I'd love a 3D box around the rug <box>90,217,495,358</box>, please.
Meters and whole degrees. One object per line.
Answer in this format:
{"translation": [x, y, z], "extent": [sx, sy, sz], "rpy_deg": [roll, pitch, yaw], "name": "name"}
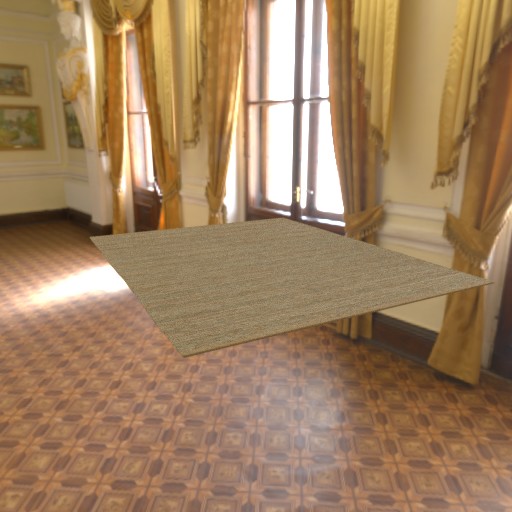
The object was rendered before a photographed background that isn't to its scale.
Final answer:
{"translation": [0.000, 0.000, 4.064], "extent": [2.471, 0.012, 3.034], "rpy_deg": [-8, 17, -27], "name": "rug"}
